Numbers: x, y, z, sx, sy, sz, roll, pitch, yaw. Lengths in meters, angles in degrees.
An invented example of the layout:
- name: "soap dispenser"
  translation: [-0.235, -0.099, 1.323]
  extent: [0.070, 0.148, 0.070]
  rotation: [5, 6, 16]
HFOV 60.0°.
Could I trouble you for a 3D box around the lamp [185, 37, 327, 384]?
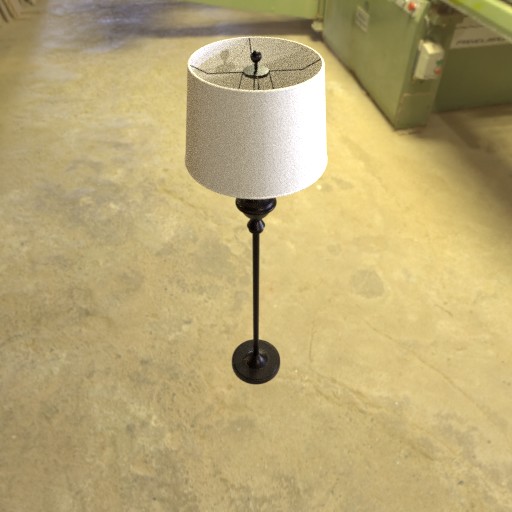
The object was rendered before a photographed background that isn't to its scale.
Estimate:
- name: "lamp"
  translation: [0.000, 0.000, 1.655]
  extent: [0.431, 1.484, 0.431]
  rotation: [0, 45, 0]
